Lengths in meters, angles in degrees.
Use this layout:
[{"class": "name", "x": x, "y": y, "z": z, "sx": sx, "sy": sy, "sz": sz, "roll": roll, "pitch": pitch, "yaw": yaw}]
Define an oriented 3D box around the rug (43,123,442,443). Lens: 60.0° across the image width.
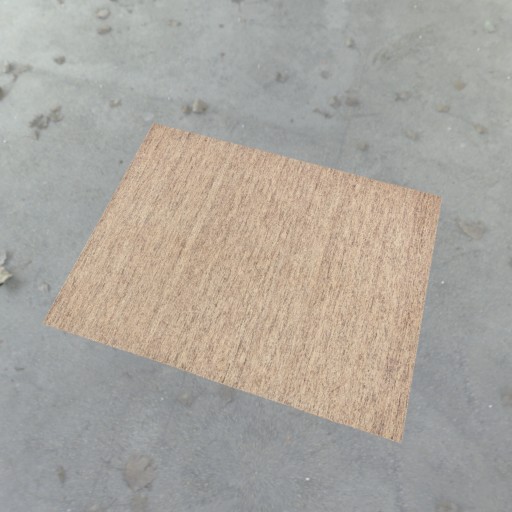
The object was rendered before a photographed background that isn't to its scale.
[{"class": "rug", "x": 0.000, "y": 0.000, "z": 4.234, "sx": 3.205, "sy": 0.013, "sz": 2.448, "roll": 16, "pitch": 65, "yaw": 8}]
